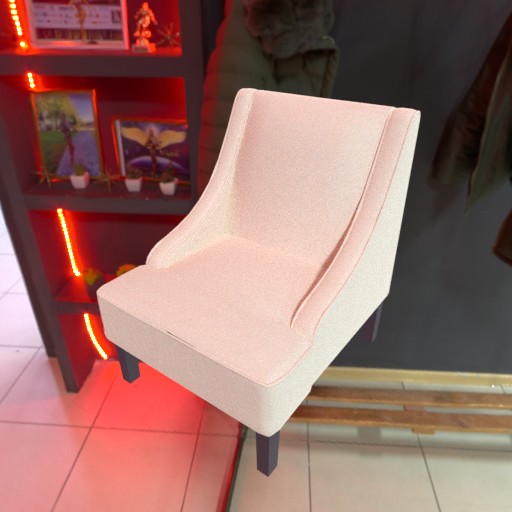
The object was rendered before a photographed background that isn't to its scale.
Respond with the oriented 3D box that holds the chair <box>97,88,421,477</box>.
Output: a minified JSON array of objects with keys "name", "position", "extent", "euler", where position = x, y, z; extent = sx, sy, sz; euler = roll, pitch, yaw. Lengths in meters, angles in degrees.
[{"name":"chair","position":[0.000,0.000,1.452],"extent":[0.689,0.886,0.806],"euler":[20,36,31]}]
